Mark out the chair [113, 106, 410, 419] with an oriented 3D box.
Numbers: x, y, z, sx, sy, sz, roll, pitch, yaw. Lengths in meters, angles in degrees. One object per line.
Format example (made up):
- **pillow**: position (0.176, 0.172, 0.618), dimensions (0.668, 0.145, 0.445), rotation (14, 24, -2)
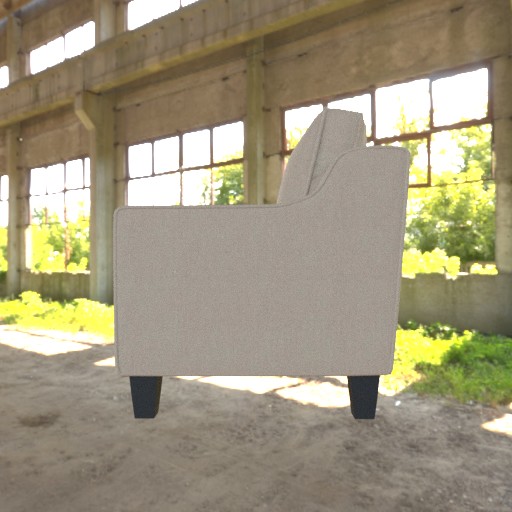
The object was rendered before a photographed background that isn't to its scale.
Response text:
- **chair**: position (0.000, 0.000, 1.696), dimensions (0.882, 0.948, 0.922), rotation (0, -1, 1)
